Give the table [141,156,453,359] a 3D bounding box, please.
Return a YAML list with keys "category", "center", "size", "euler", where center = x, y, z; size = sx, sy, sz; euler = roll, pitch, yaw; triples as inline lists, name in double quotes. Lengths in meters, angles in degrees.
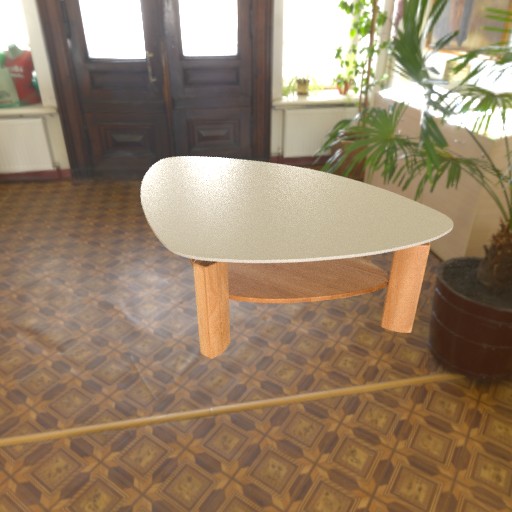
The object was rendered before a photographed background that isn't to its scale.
- category: "table"
  center: [0.000, 0.000, 1.675]
  size: [1.250, 0.440, 0.850]
  euler: [18, 34, 29]
